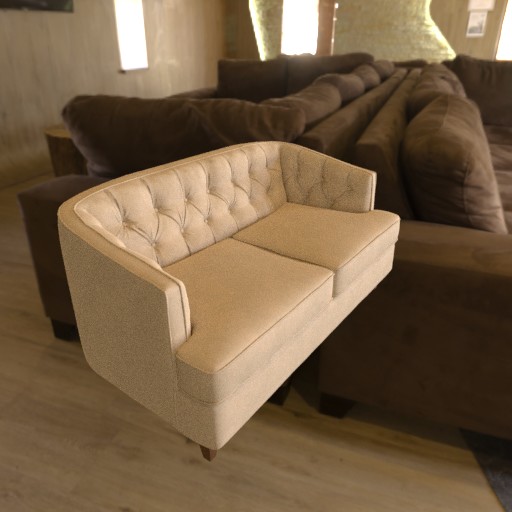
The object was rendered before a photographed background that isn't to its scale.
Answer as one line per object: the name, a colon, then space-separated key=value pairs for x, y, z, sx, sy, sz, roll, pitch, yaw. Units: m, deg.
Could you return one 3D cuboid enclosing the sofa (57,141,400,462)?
sofa: x=0.000 y=0.000 z=2.262 sx=0.940 sy=0.878 sz=1.731 roll=18 pitch=31 yaw=32
